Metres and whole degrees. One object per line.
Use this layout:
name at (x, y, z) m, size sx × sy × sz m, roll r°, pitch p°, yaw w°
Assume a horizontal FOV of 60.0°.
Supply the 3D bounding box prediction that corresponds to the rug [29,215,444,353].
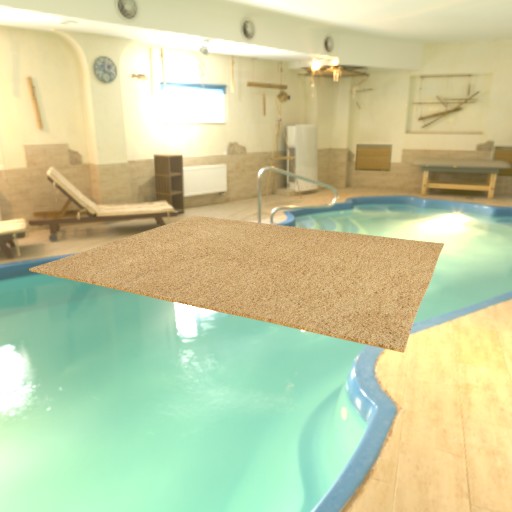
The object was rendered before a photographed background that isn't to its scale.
rug at (0.000, 0.000, 4.049) m, size 3.000 × 0.025 × 2.400 m, roll 8°, pitch 19°, yaw 26°
